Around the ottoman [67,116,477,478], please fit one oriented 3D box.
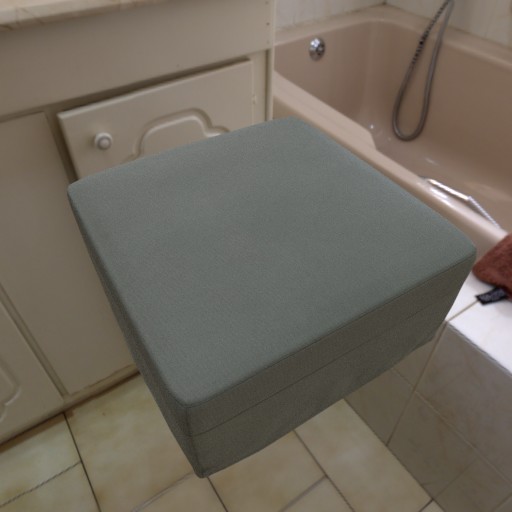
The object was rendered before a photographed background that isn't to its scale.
[{"bbox_3d":[0.000,0.000,1.309,0.842,0.441,0.843,-23,49,-22],"label":"ottoman"}]
